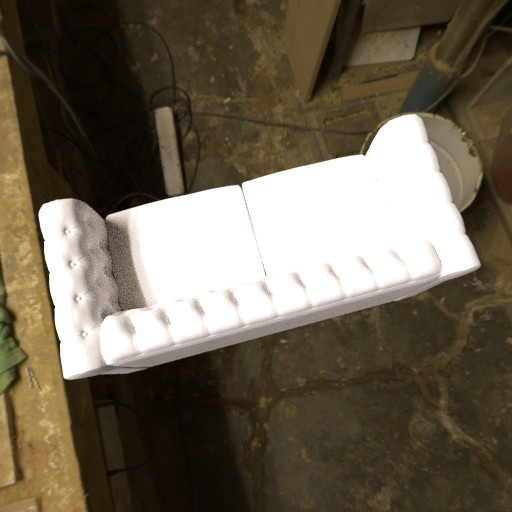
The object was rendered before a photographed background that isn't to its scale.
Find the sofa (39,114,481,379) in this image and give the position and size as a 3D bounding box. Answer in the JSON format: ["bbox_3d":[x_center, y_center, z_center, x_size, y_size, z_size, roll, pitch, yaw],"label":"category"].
[{"bbox_3d":[0.000,0.000,2.235,1.798,0.796,0.771,-15,76,-4],"label":"sofa"}]
